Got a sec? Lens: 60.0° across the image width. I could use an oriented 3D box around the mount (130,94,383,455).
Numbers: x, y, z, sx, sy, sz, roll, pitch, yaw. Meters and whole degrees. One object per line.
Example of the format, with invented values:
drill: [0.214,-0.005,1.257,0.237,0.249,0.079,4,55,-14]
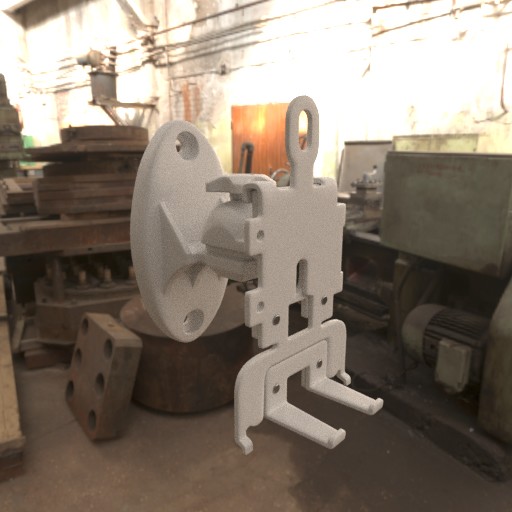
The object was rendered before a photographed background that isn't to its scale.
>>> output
mount: [0.000,0.000,0.176,0.100,0.118,0.066,12,18,42]
